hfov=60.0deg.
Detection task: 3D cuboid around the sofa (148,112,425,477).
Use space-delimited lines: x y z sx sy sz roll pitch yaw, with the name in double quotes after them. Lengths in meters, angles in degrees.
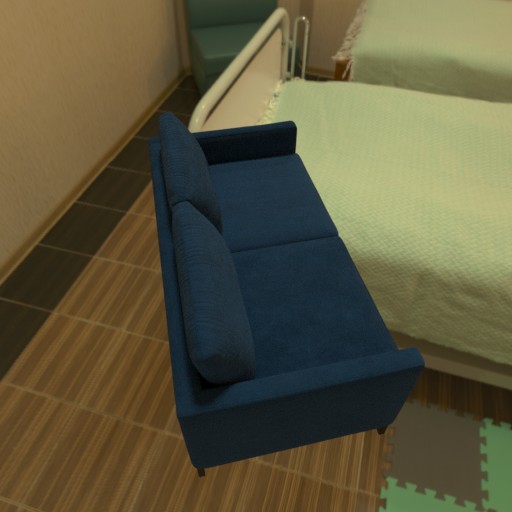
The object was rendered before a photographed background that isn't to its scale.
0.000 0.000 2.143 0.875 0.817 1.676 -9 47 -9 "sofa"
